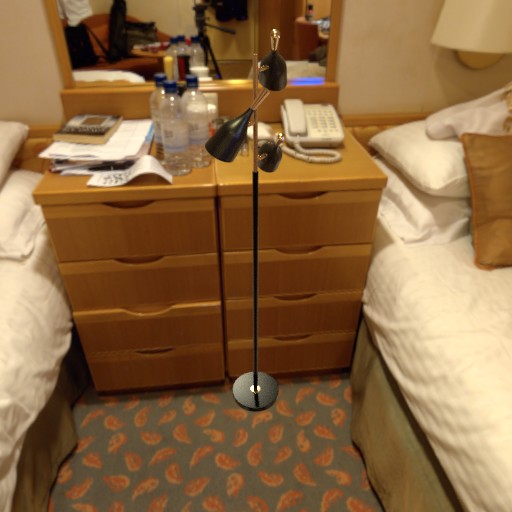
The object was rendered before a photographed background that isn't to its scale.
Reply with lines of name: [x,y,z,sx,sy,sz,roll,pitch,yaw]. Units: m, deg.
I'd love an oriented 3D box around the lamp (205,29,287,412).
lamp: [0.000,0.000,1.936,0.253,1.778,0.434,22,39,30]
